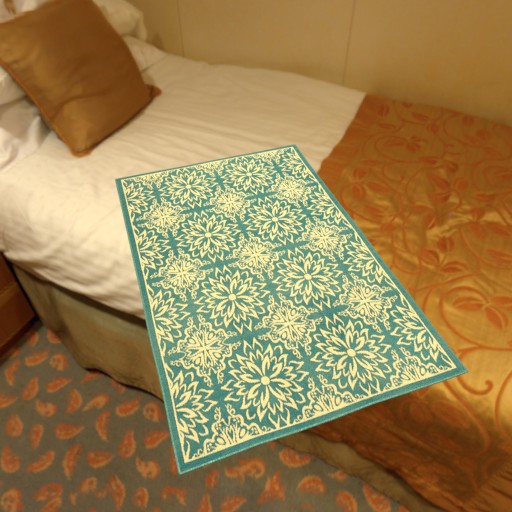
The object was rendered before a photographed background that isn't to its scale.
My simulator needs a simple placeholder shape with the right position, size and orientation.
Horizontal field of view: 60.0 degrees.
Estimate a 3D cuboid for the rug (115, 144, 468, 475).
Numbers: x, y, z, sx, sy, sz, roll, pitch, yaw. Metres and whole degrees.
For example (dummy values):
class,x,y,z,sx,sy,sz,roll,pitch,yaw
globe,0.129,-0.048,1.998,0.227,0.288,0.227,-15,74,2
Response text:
class,x,y,z,sx,sy,sz,roll,pitch,yaw
rug,0.000,0.000,3.452,1.830,0.018,2.769,-14,47,-13
